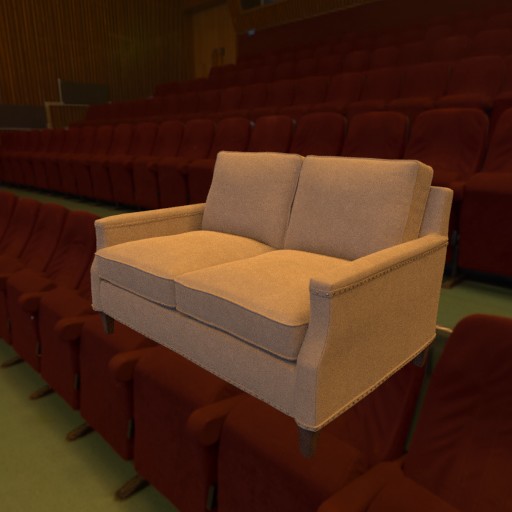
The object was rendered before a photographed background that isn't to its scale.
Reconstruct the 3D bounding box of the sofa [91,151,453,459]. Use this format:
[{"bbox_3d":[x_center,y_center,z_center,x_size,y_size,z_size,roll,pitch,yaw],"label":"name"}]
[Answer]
[{"bbox_3d":[0.000,0.000,2.263,1.597,1.002,1.084,14,21,42],"label":"sofa"}]
